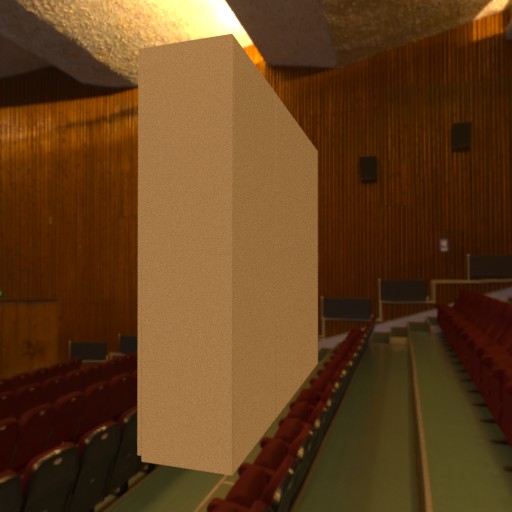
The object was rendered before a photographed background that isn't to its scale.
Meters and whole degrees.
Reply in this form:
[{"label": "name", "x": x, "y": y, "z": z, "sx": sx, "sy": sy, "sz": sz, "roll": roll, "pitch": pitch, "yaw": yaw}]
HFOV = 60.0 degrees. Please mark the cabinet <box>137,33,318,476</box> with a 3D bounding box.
[{"label": "cabinet", "x": 0.000, "y": 0.000, "z": 3.749, "sx": 0.590, "sy": 2.370, "sz": 2.700, "roll": 0, "pitch": -1, "yaw": 18}]
